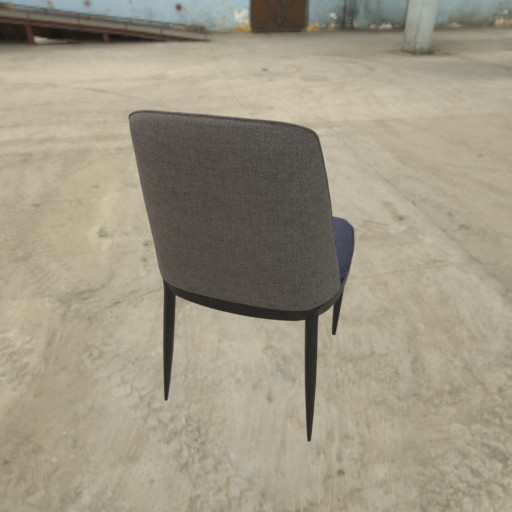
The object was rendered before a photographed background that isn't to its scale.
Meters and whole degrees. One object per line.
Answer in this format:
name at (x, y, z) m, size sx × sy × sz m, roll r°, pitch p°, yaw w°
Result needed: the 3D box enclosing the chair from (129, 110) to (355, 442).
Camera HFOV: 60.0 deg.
chair at (0.000, 0.000, 1.173) m, size 0.488 × 0.855 × 0.550 m, roll 10°, pitch 33°, yaw 16°
